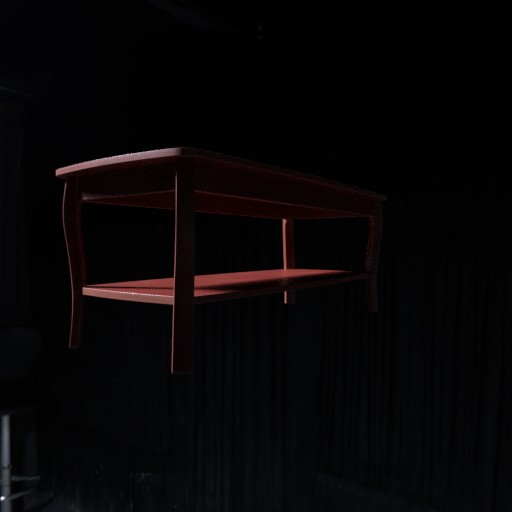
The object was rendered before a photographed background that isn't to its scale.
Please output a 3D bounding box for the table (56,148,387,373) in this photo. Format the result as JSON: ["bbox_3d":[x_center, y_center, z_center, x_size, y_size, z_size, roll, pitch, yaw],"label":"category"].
[{"bbox_3d":[0.000,0.000,1.521,0.561,0.473,1.216,1,2,36],"label":"table"}]
